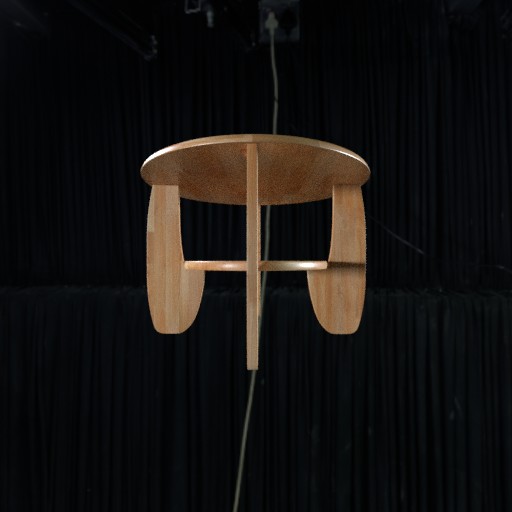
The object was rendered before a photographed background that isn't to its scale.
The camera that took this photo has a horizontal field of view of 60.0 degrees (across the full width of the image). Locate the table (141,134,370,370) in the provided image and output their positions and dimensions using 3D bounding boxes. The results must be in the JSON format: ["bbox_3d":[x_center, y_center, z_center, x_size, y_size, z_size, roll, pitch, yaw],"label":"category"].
[{"bbox_3d":[0.000,0.000,1.407,0.690,0.490,1.040,0,-1,1],"label":"table"}]
